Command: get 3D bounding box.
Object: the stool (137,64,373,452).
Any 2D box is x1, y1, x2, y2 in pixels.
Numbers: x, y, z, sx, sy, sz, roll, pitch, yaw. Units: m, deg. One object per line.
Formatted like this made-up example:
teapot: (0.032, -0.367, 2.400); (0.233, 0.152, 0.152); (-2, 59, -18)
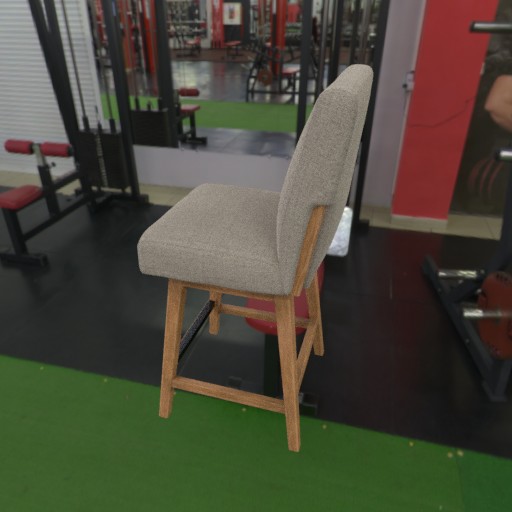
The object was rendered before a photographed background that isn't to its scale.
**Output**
stool: (0.000, 0.000, 1.290); (0.526, 1.010, 0.459); (8, 31, 15)
